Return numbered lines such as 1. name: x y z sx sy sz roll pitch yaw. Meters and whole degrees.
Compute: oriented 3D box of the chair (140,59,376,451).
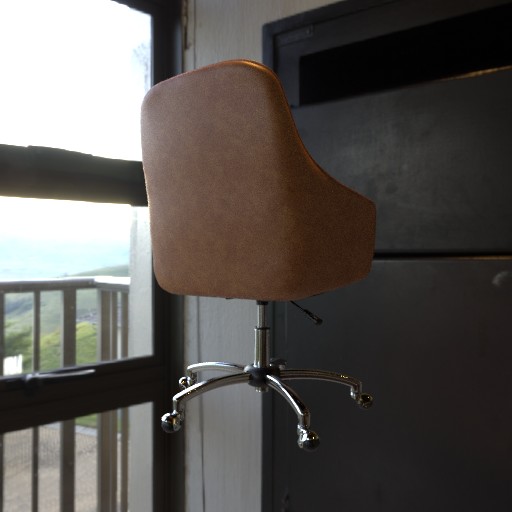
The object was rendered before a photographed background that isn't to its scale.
1. chair: 0.000 0.000 1.325 0.628 0.909 0.615 0 -1 35
